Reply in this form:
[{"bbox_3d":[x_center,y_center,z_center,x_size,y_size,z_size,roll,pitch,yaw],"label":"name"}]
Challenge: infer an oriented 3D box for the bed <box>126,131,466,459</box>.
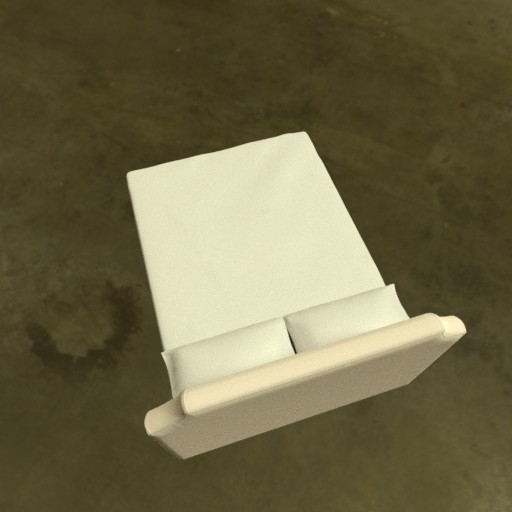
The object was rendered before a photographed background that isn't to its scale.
[{"bbox_3d":[0.000,0.000,3.224,1.828,1.297,2.164,-15,61,-9],"label":"bed"}]
